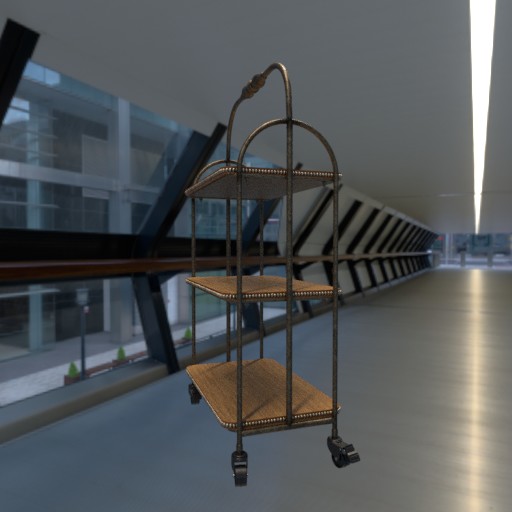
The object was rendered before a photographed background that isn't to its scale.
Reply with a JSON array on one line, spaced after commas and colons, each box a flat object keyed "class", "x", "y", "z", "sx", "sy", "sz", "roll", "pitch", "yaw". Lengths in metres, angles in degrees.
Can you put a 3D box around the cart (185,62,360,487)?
[{"class": "cart", "x": 0.000, "y": 0.000, "z": 1.316, "sx": 0.330, "sy": 1.052, "sz": 0.650, "roll": -1, "pitch": 2, "yaw": -19}]
